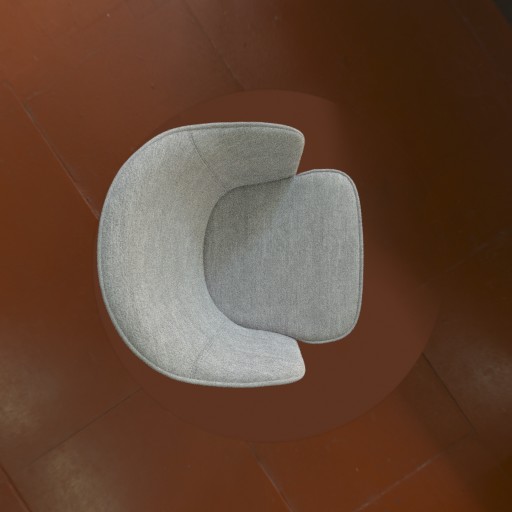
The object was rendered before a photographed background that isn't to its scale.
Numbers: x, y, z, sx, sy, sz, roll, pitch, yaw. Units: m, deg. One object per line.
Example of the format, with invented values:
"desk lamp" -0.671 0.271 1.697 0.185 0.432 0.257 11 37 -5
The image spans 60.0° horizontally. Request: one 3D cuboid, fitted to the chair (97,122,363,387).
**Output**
"chair" 0.000 0.000 1.144 0.530 0.800 0.540 0 89 1
